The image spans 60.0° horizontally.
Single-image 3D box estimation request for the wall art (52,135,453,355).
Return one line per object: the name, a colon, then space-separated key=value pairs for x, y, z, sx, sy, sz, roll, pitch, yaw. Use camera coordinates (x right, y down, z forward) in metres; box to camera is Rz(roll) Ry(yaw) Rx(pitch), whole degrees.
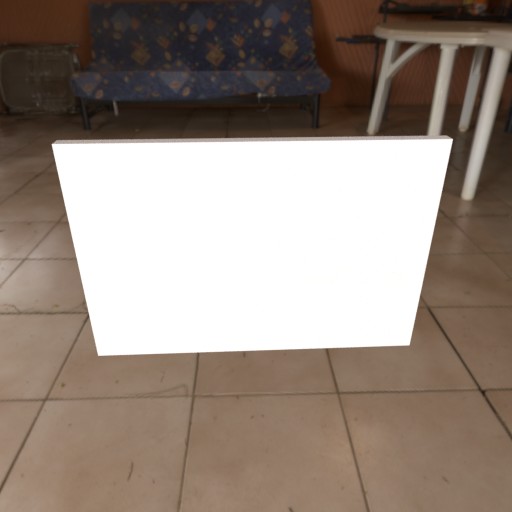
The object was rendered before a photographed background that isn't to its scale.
wall art: x=0.000 y=0.000 z=1.149 sx=0.898 sy=0.601 sz=0.038 roll=-1 pitch=28 yaw=-2
